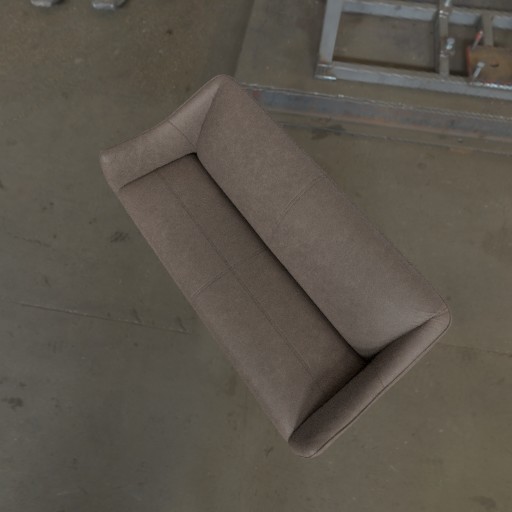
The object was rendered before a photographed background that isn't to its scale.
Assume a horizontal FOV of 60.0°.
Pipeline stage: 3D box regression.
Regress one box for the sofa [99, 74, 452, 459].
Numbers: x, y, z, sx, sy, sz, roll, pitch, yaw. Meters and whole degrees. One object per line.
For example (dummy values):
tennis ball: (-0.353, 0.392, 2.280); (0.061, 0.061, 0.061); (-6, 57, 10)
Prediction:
sofa: (0.000, 0.000, 2.424); (0.869, 0.831, 1.928); (-33, 69, -15)
